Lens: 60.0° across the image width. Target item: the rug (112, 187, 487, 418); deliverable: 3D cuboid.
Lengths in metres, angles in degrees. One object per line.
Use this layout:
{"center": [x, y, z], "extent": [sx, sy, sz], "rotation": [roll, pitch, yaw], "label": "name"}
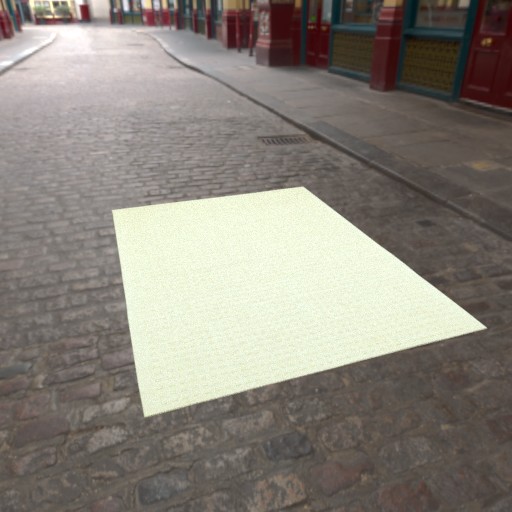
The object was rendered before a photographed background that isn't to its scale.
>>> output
{"center": [0.000, 0.000, 4.176], "extent": [2.452, 0.016, 3.204], "rotation": [-9, 30, -17], "label": "rug"}
